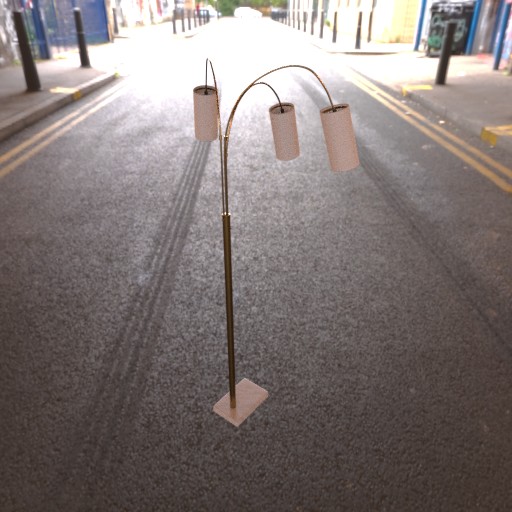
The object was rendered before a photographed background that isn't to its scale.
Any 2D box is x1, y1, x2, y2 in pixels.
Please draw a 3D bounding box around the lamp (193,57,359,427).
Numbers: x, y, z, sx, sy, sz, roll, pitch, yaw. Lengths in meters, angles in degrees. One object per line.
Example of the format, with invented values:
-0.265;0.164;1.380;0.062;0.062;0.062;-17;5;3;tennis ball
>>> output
0.000;0.000;2.525;1.020;2.055;0.667;21;36;33;lamp
